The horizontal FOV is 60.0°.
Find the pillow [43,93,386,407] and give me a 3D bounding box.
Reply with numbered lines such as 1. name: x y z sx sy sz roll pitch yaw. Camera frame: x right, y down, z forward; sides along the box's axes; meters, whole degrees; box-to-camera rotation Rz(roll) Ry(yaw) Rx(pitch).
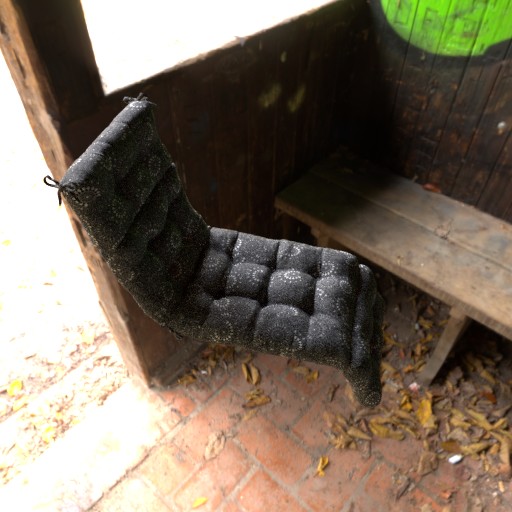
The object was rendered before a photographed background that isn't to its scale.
1. pillow: 0.000 0.000 1.516 1.016 0.863 0.526 10 47 9
